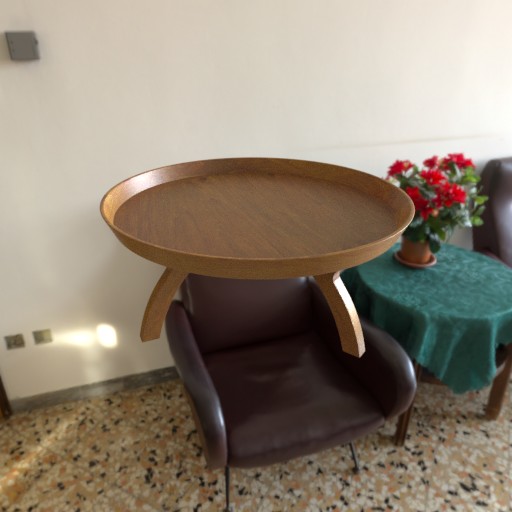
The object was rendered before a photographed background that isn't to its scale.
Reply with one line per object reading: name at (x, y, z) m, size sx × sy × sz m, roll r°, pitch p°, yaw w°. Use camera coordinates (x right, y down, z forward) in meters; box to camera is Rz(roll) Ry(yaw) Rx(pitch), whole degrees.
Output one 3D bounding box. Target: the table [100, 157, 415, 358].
table at (0.000, 0.000, 1.590) m, size 1.016 × 0.470 × 1.016 m, roll 0°, pitch 26°, yaw 0°
